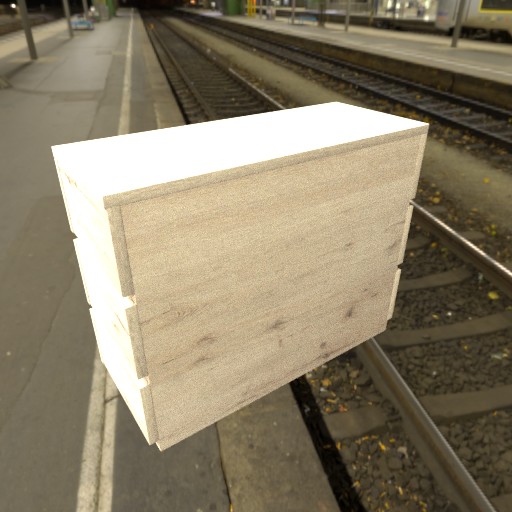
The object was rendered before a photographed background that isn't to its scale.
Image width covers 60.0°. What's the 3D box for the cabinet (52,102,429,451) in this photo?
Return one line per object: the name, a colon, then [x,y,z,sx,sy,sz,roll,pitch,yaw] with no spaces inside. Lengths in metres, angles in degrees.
cabinet: [0.000,0.000,1.497,1.040,0.820,0.420,-19,35,-29]
